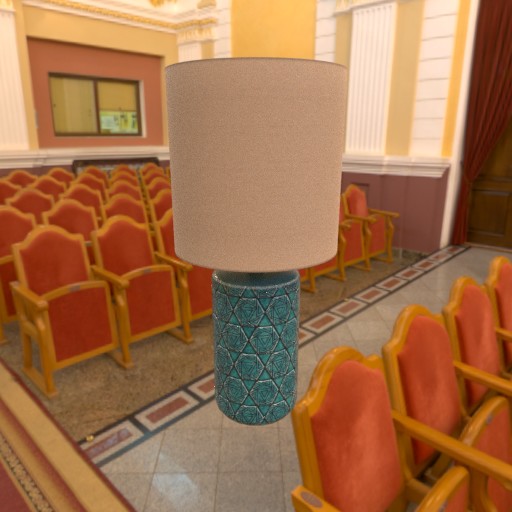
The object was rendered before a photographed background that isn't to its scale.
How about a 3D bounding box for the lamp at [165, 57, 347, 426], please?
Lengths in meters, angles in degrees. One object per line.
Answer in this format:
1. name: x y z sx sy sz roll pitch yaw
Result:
1. lamp: 0.000 0.000 0.770 0.278 0.597 0.278 15 22 43
